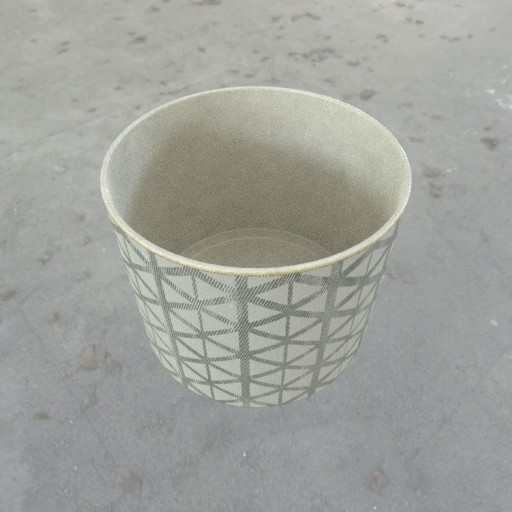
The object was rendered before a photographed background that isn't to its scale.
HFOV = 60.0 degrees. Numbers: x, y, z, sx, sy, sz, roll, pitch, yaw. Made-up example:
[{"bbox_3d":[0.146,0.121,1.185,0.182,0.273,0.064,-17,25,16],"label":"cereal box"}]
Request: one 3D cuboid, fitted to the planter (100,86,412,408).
[{"bbox_3d":[0.000,0.000,0.452,0.250,0.239,0.250,0,47,0],"label":"planter"}]
